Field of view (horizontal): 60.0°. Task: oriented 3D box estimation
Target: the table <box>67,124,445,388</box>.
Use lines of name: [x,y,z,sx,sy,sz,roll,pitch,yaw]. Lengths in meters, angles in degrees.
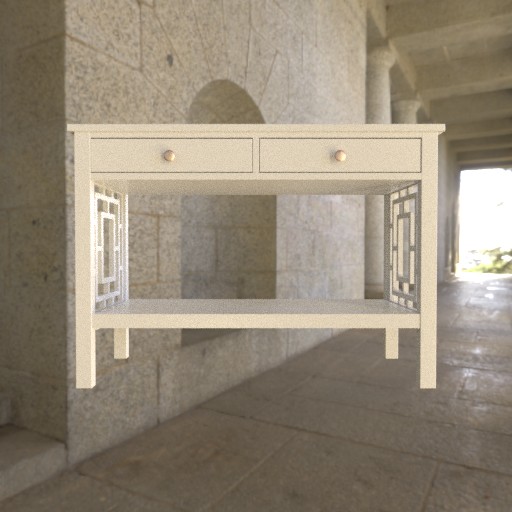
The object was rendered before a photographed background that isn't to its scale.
table: [0.000,0.000,1.444,1.068,0.753,0.397,0,1,0]
